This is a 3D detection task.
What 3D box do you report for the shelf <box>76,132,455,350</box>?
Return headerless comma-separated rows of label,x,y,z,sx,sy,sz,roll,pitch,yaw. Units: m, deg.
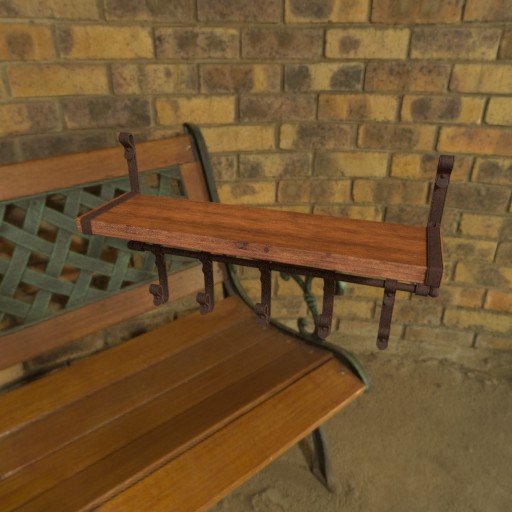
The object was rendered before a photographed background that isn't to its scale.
shelf,0.000,0.000,0.702,0.567,0.330,0.146,8,27,17
